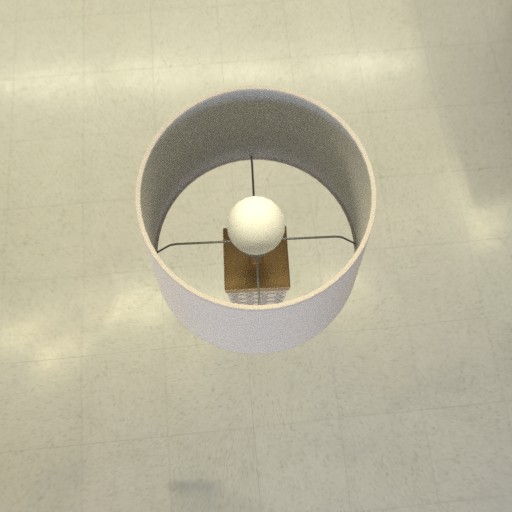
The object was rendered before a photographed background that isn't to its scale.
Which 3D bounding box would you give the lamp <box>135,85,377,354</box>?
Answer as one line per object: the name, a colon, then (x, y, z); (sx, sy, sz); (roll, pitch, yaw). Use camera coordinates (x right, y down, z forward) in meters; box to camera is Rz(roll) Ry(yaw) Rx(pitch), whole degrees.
lamp: (0.000, 0.000, 0.575); (0.251, 0.435, 0.251); (0, 76, 0)
